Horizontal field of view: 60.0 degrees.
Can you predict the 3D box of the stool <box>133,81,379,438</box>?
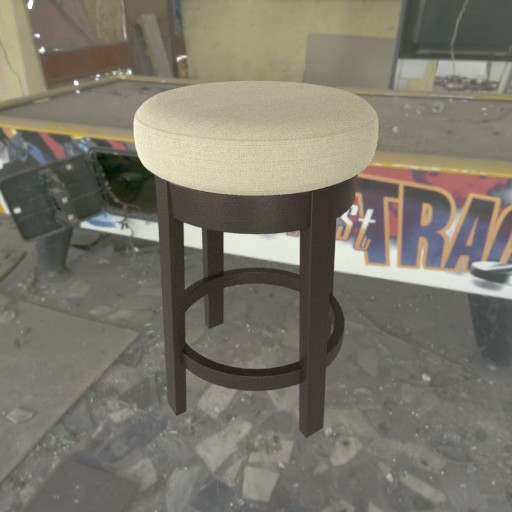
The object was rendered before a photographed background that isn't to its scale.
[{"bbox_3d":[0.000,0.000,0.934,0.449,0.655,0.449,0,30,0],"label":"stool"}]
